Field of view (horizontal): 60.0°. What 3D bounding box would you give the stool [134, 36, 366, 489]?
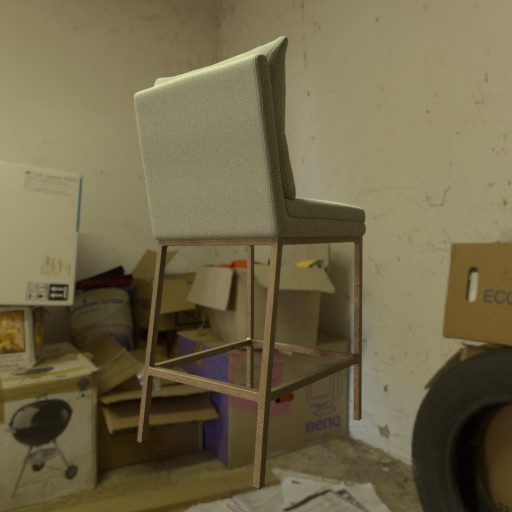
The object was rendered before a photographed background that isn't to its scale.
[{"bbox_3d":[0.000,0.000,1.312,0.463,1.032,0.572,0,0,36],"label":"stool"}]
